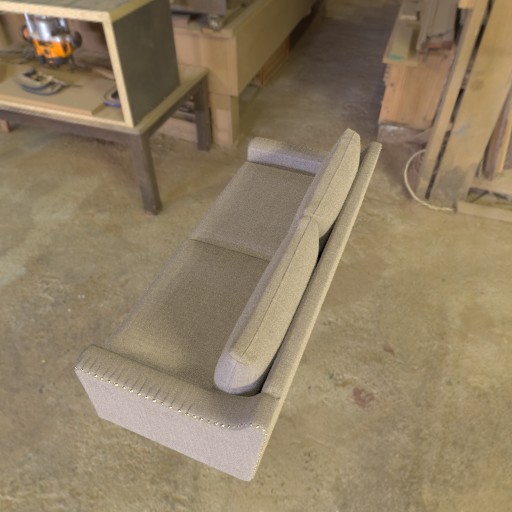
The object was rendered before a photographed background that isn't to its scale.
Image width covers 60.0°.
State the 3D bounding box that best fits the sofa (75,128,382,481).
[{"bbox_3d":[0.000,0.000,2.708,1.000,0.857,2.208,17,48,16],"label":"sofa"}]
